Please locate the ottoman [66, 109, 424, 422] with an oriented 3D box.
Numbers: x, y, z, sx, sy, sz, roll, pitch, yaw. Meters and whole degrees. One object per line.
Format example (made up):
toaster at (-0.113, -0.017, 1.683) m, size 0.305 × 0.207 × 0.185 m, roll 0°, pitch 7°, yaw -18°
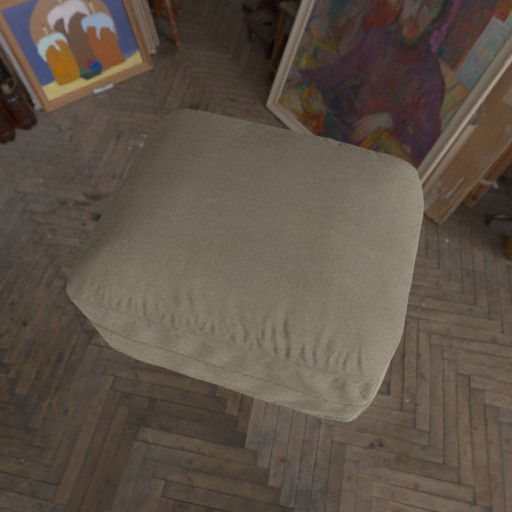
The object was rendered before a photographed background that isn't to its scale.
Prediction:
ottoman at (0.000, 0.000, 1.091) m, size 0.712 × 0.480 × 0.584 m, roll 15°, pitch 61°, yaw 9°
